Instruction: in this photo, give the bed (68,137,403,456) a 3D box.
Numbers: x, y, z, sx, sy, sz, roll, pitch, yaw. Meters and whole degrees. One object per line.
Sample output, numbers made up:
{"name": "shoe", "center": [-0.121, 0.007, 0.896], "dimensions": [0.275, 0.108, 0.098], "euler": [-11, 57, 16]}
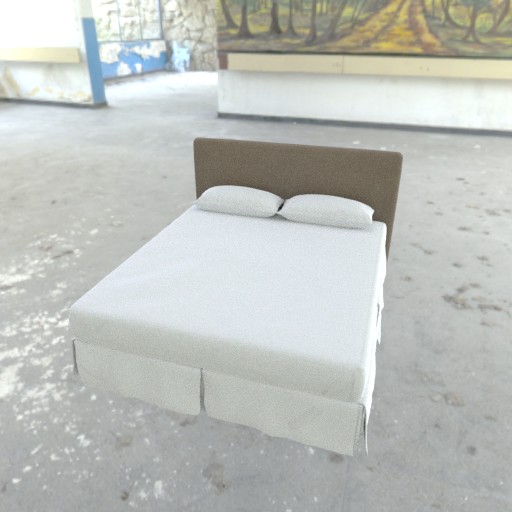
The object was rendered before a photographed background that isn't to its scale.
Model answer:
{"name": "bed", "center": [0.000, 0.000, 3.602], "dimensions": [2.119, 1.317, 2.341], "euler": [8, 29, 15]}
